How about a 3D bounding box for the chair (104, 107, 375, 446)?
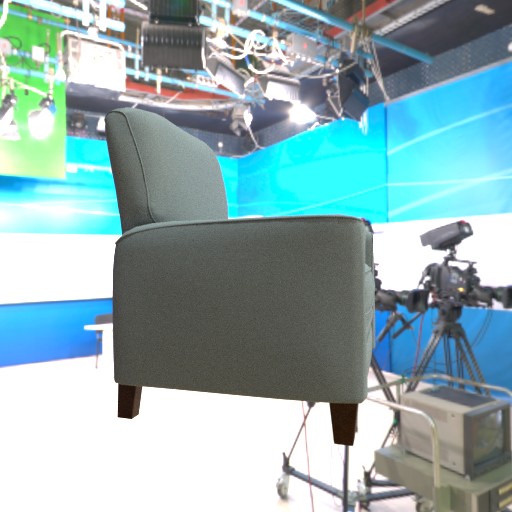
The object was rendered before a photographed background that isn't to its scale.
[{"bbox_3d":[0.000,0.000,1.640,0.846,1.007,0.853,0,0,17],"label":"chair"}]
